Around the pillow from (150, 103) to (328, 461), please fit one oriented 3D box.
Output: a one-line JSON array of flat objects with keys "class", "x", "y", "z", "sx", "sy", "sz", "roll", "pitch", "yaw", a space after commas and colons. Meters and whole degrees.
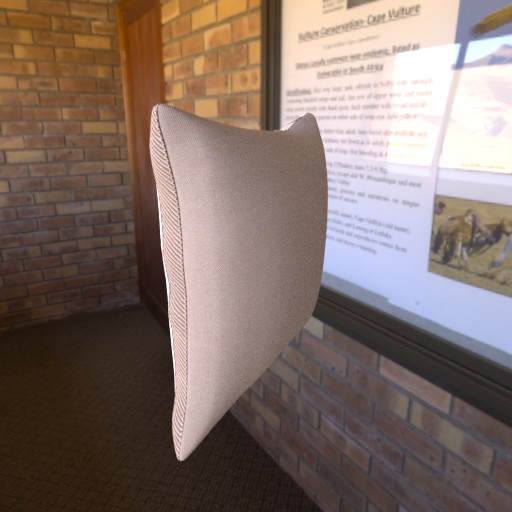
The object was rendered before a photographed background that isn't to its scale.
[{"class": "pillow", "x": 0.000, "y": 0.000, "z": 0.637, "sx": 0.173, "sy": 0.401, "sz": 0.416, "roll": 8, "pitch": 18, "yaw": 25}]
